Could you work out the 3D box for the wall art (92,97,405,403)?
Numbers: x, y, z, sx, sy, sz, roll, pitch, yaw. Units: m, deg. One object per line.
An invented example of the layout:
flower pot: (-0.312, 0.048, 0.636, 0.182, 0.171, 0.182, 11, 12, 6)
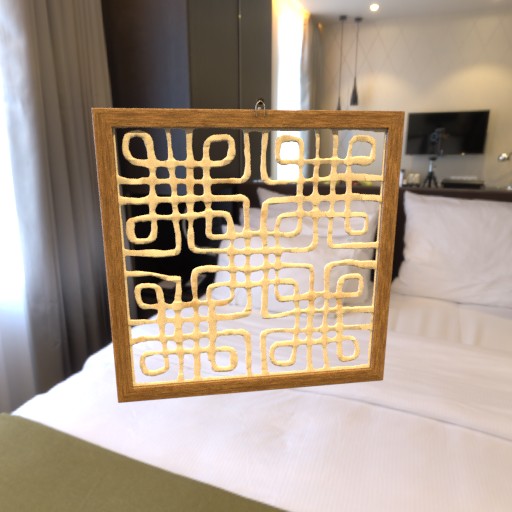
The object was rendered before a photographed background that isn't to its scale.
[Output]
wall art: (0.000, 0.000, 0.861, 0.561, 0.582, 0.021, -2, 15, -9)
